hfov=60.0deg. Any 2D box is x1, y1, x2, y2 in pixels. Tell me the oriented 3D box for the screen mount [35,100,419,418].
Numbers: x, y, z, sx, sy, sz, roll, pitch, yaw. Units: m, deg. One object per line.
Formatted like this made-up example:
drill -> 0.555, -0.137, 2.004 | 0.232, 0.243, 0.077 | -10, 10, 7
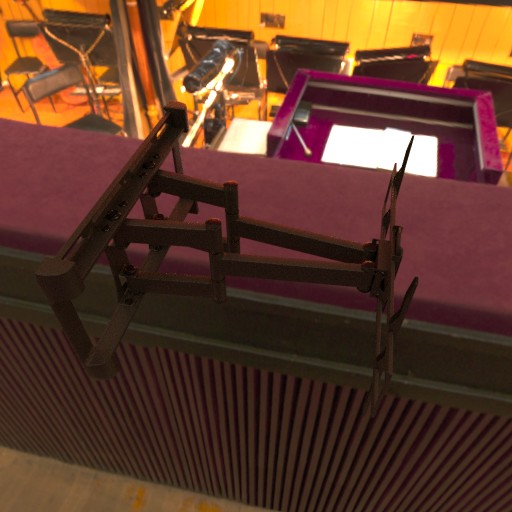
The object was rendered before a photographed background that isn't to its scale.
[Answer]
screen mount -> 0.000, 0.000, 1.085 | 0.644, 0.491, 0.661 | 10, 46, 9
